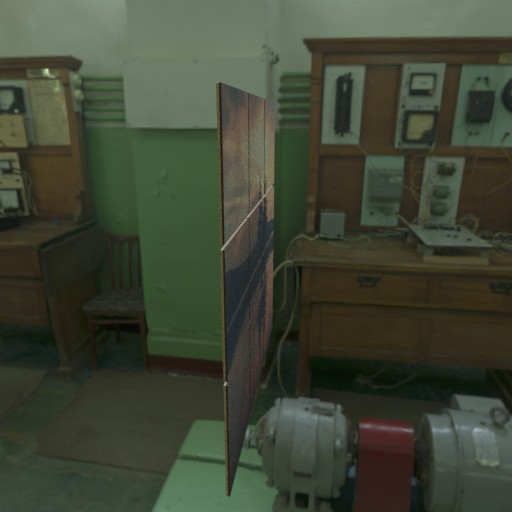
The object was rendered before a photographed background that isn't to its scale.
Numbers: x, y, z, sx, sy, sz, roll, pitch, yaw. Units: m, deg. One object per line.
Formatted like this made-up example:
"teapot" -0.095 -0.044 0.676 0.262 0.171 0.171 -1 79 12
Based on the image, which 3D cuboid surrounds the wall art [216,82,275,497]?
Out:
"wall art" 0.000 0.000 1.794 0.013 1.218 1.216 2 17 8
